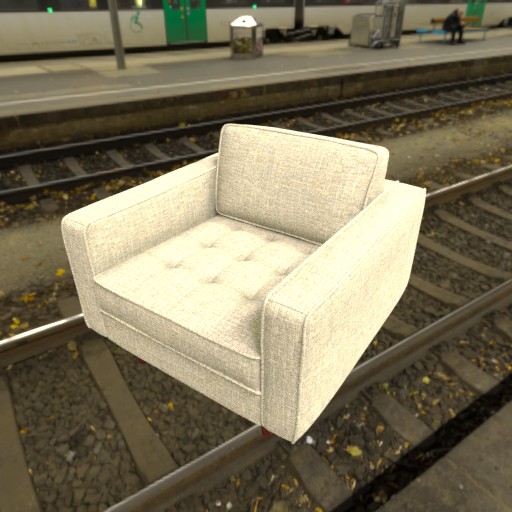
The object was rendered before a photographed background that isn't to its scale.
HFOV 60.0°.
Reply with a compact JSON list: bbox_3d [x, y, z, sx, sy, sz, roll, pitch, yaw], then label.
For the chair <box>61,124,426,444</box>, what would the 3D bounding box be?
[{"bbox_3d":[0.000,0.000,1.563,0.889,0.765,0.914,19,36,29],"label":"chair"}]
